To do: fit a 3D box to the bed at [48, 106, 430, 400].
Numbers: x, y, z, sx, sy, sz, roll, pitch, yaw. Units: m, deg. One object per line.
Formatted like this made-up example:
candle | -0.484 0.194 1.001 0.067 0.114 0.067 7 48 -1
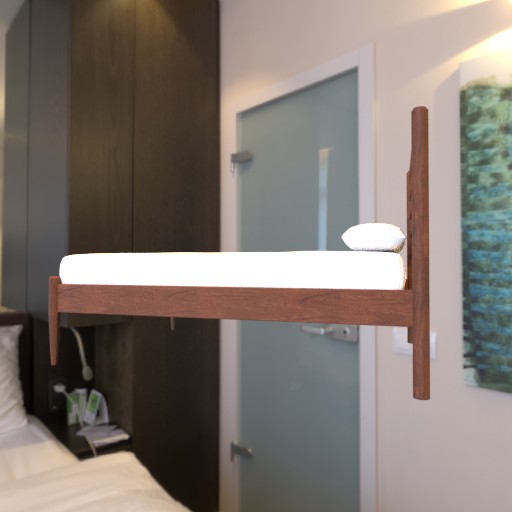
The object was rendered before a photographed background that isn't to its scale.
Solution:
bed | 0.000 0.000 2.988 2.093 1.304 1.509 0 -1 18
